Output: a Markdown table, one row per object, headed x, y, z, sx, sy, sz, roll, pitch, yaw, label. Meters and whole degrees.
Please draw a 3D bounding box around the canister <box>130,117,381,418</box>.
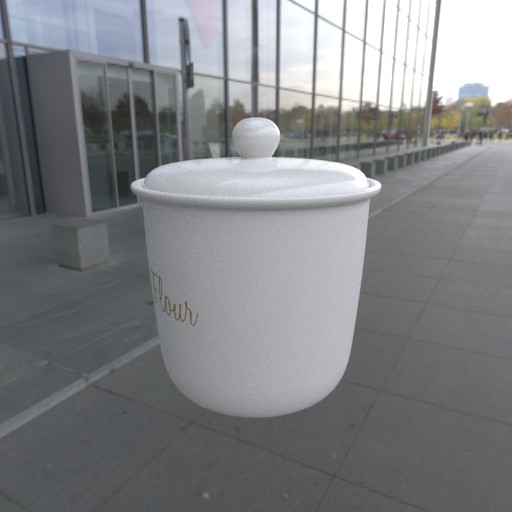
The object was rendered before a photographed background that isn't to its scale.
| x | y | z | sx | sy | sz | roll | pitch | yaw | label |
| --- | --- | --- | --- | --- | --- | --- | --- | --- | --- |
| 0.000 | 0.000 | 0.349 | 0.182 | 0.208 | 0.182 | 0 | 16 | 0 | canister |
